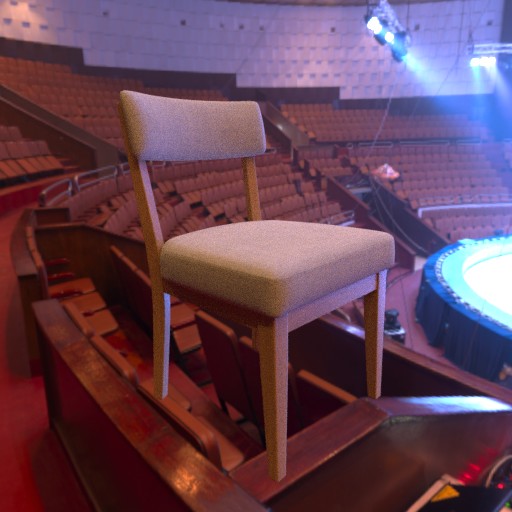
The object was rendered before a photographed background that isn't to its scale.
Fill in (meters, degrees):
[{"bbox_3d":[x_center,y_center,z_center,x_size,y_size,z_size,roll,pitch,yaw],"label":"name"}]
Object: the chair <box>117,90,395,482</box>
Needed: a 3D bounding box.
[{"bbox_3d":[0.000,0.000,1.186,0.572,0.832,0.508,13,20,41],"label":"chair"}]
